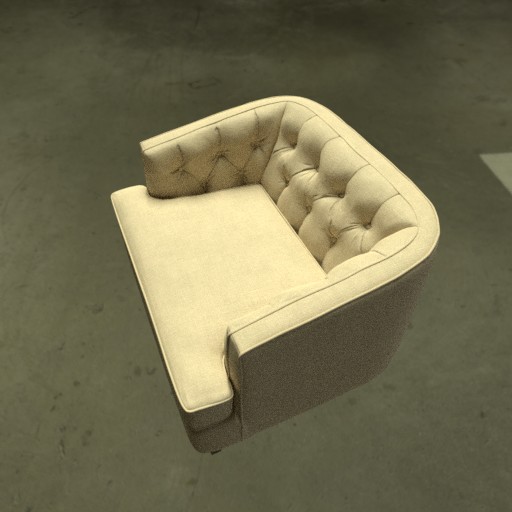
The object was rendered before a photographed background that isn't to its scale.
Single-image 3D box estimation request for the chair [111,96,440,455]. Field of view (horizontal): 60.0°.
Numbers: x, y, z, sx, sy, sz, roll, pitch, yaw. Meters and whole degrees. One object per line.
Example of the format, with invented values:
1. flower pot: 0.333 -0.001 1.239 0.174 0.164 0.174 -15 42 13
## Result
1. chair: 0.000 0.000 1.733 0.914 0.787 1.118 -17 48 -16
